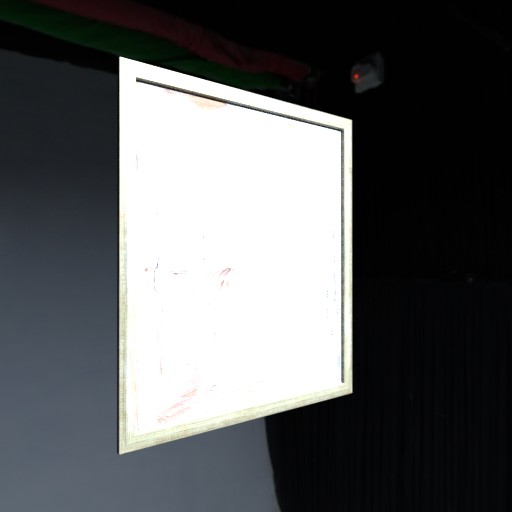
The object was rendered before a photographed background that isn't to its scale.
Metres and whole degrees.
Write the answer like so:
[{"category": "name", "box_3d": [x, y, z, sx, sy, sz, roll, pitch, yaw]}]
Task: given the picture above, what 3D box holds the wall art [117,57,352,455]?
[{"category": "wall art", "box_3d": [0.000, 0.000, 0.767, 0.483, 0.559, 0.009, 0, 0, -36]}]
